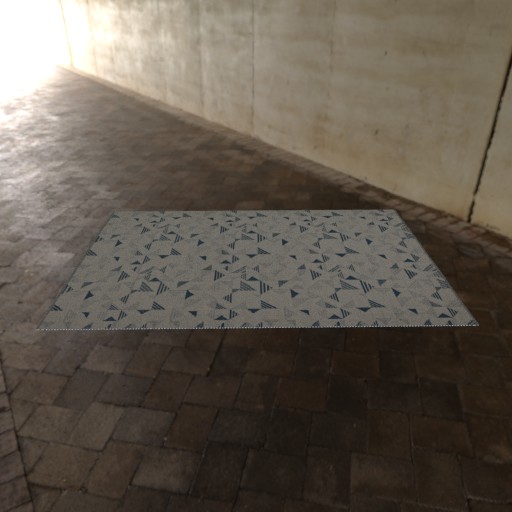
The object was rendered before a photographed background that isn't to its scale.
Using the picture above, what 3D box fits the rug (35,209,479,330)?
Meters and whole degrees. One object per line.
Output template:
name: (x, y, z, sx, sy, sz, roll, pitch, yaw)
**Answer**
rug: (0.000, 0.000, 2.346, 1.835, 0.003, 1.206, 0, 29, -1)
